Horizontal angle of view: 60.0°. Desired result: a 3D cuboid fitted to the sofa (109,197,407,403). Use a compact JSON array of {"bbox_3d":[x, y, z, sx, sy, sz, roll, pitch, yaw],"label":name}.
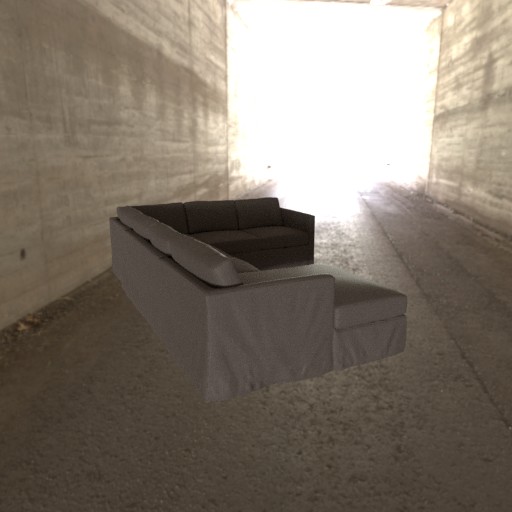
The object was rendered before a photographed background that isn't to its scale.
[{"bbox_3d":[0.000,0.000,4.637,2.476,0.878,3.528,-7,15,-26],"label":"sofa"}]
